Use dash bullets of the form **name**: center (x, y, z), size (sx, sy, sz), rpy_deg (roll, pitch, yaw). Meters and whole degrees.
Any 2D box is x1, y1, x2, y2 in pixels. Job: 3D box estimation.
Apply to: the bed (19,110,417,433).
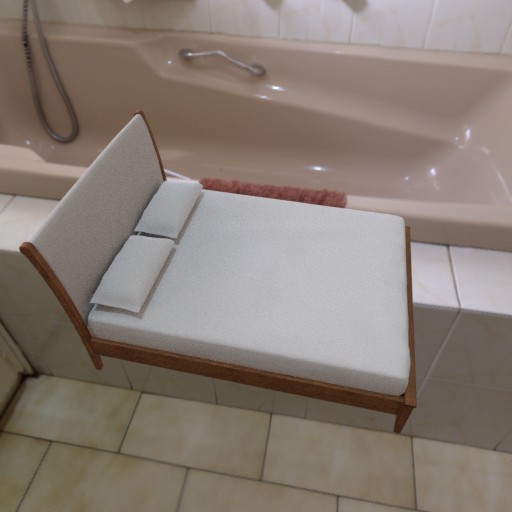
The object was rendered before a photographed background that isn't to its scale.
- **bed**: center (0.000, 0.000, 2.934), size (2.108, 1.135, 1.502), rpy_deg (9, 46, 9)
